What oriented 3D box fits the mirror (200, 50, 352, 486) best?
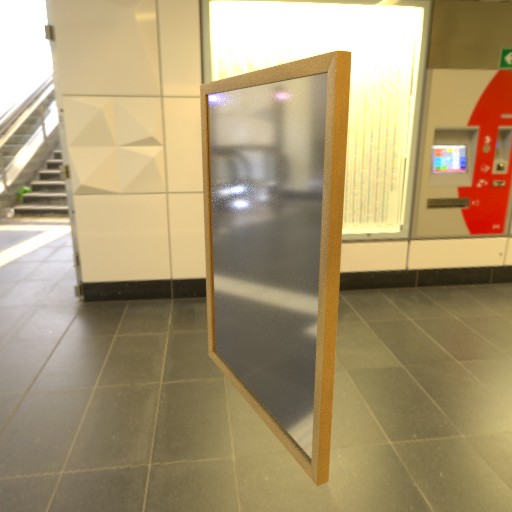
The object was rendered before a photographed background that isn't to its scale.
[{"bbox_3d":[0.000,0.000,1.319,0.040,1.016,0.762,-8,18,-26],"label":"mirror"}]
